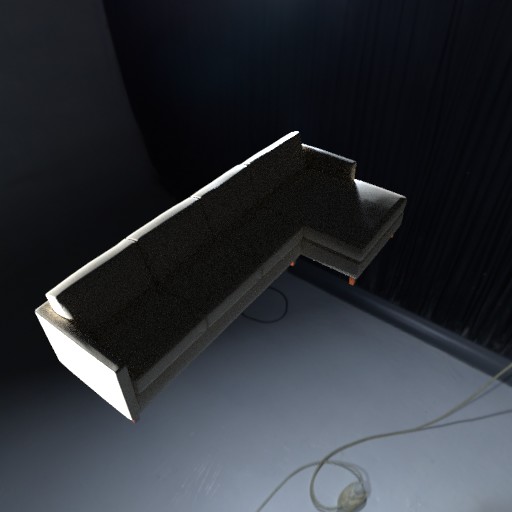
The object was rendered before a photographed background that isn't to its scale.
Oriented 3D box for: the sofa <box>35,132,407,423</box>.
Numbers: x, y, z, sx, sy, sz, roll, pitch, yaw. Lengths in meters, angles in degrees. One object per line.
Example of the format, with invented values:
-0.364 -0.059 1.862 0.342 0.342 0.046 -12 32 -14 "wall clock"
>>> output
0.000 0.000 4.158 1.603 0.954 3.471 26 47 27 "sofa"
